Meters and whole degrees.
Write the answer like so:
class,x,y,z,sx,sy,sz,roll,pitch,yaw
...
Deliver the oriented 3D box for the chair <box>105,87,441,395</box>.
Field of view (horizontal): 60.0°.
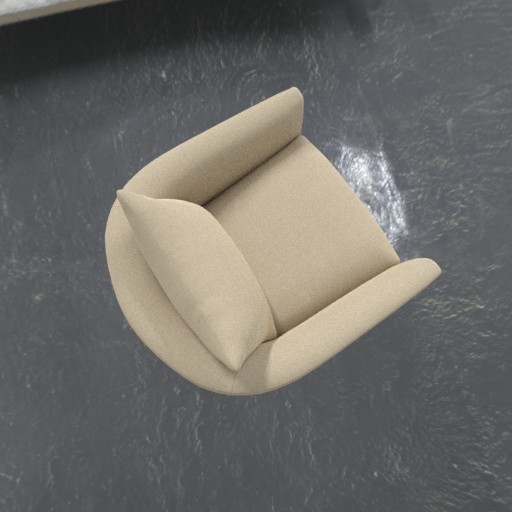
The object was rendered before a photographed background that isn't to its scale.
class,x,y,z,sx,sy,sz,roll,pitch,yaw
chair,0.000,0.000,1.586,0.910,0.848,0.845,-34,79,-7
